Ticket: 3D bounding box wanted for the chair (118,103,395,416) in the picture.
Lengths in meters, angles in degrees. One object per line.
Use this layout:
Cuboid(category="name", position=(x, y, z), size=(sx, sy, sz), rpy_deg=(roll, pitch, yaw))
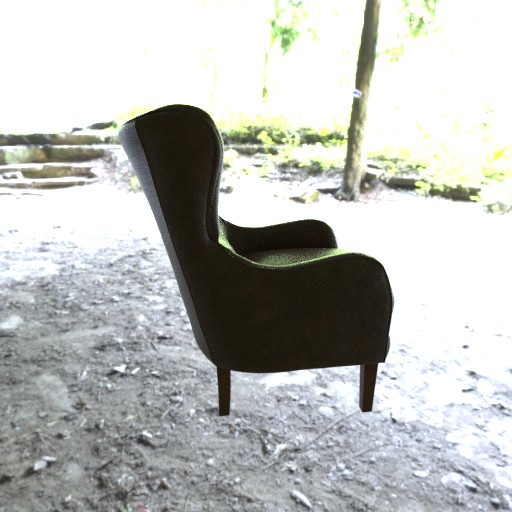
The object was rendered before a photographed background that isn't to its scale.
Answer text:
Cuboid(category="chair", position=(0.000, 0.000, 1.661), size=(0.914, 1.048, 0.692), rpy_deg=(-2, 16, -7))
